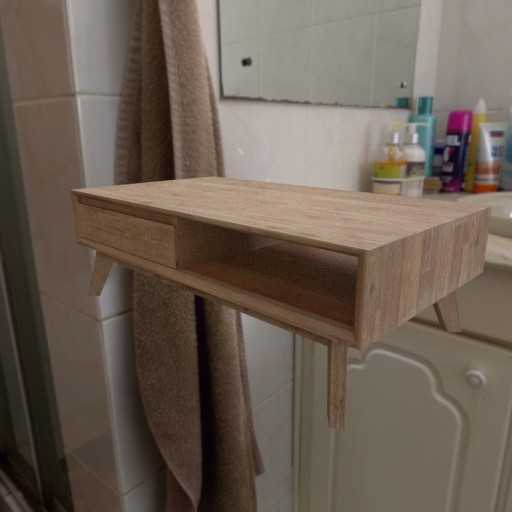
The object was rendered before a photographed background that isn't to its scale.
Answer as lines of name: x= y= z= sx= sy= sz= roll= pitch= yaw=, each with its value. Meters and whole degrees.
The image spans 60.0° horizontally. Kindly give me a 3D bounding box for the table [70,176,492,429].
table: x=0.000 y=0.000 z=1.982 sx=1.619 sy=0.531 sz=0.918 roll=15 pitch=21 yaw=42
